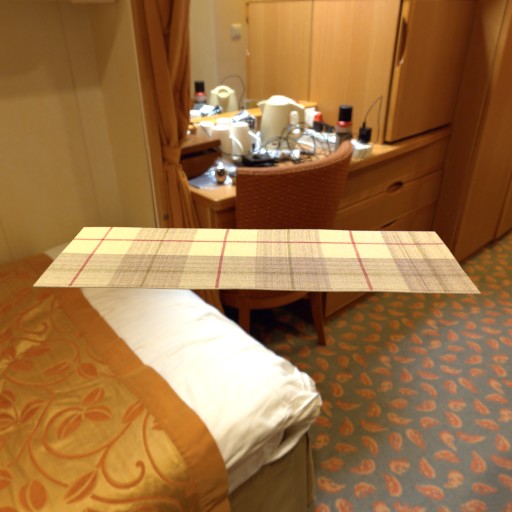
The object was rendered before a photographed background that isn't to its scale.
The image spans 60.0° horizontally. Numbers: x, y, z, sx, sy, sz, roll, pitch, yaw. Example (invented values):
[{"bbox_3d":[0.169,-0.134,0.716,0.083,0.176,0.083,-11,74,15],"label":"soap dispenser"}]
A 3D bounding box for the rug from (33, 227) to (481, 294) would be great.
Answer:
[{"bbox_3d":[0.000,0.000,2.745,2.439,0.013,0.762,1,29,1],"label":"rug"}]
